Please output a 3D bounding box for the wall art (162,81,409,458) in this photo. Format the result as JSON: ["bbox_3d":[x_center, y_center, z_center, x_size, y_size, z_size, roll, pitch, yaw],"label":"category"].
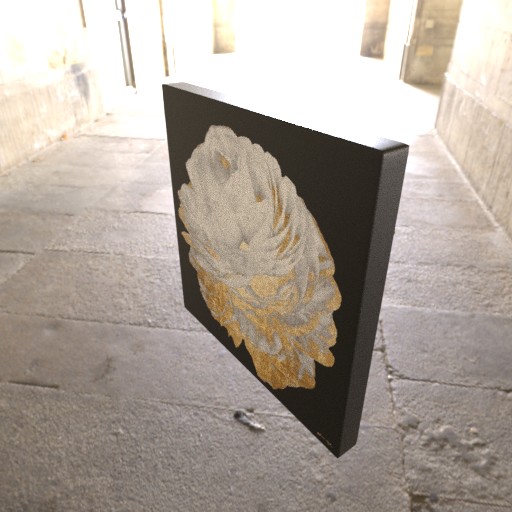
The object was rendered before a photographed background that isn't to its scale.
[{"bbox_3d":[0.000,0.000,0.619,0.041,0.407,0.406,-21,36,-31],"label":"wall art"}]
